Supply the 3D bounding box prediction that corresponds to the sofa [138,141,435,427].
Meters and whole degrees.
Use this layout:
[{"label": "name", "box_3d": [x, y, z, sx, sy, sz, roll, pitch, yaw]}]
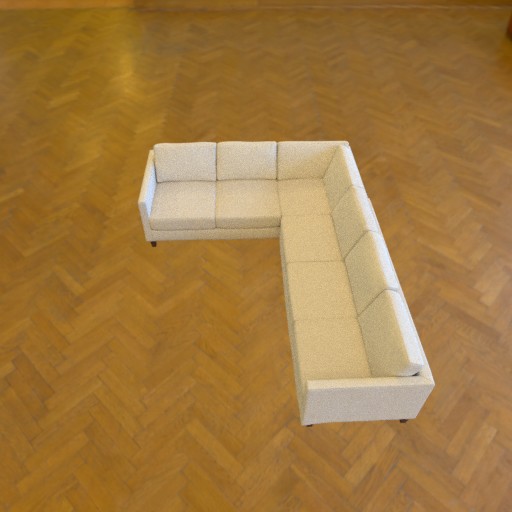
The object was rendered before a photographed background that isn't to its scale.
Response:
[{"label": "sofa", "box_3d": [0.000, 0.000, 4.392, 2.432, 0.863, 3.182, -2, 46, -2]}]
